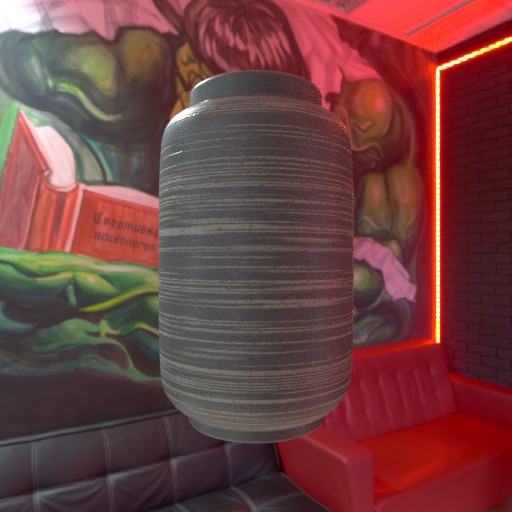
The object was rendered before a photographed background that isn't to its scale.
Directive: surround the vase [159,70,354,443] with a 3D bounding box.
[{"bbox_3d":[0.000,0.000,0.690,0.297,0.499,0.297,0,0,0],"label":"vase"}]
